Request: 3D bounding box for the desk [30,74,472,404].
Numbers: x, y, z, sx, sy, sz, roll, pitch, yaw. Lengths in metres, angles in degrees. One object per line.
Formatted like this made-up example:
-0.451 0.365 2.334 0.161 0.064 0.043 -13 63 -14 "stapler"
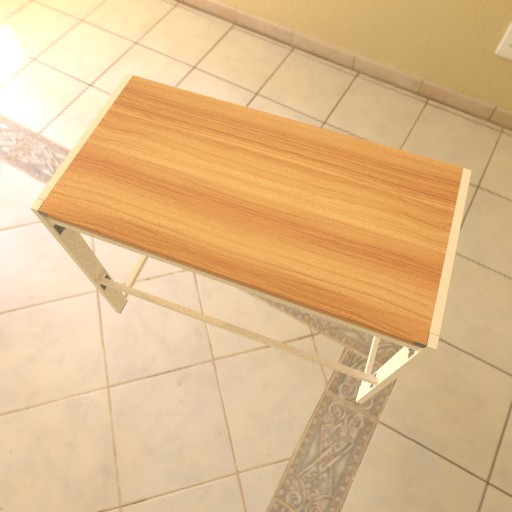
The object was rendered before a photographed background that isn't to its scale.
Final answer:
0.000 0.000 1.468 1.016 0.762 0.508 19 65 9 "desk"
